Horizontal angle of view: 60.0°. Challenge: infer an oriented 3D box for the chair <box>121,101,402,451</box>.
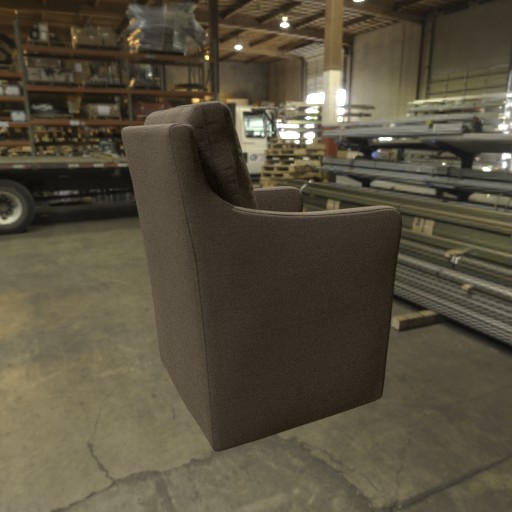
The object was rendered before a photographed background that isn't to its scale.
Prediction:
[{"bbox_3d":[0.000,0.000,1.435,0.694,0.914,0.626,-7,17,-25],"label":"chair"}]
